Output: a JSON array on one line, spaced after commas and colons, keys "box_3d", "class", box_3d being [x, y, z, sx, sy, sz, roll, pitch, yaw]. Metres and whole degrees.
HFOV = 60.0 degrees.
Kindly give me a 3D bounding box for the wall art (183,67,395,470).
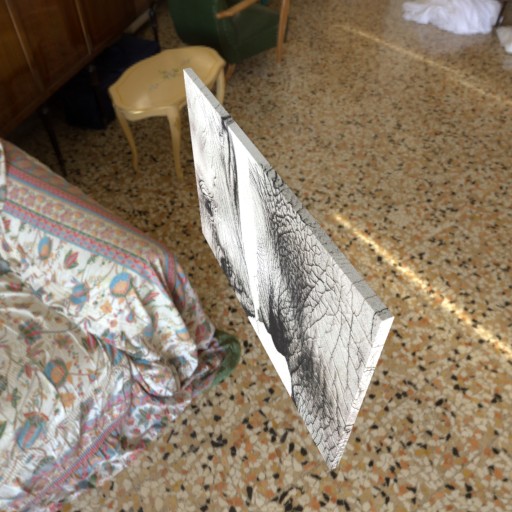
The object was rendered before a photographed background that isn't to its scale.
[{"box_3d": [0.000, 0.000, 1.135, 0.023, 0.607, 0.914, -18, 49, -17], "class": "wall art"}]
